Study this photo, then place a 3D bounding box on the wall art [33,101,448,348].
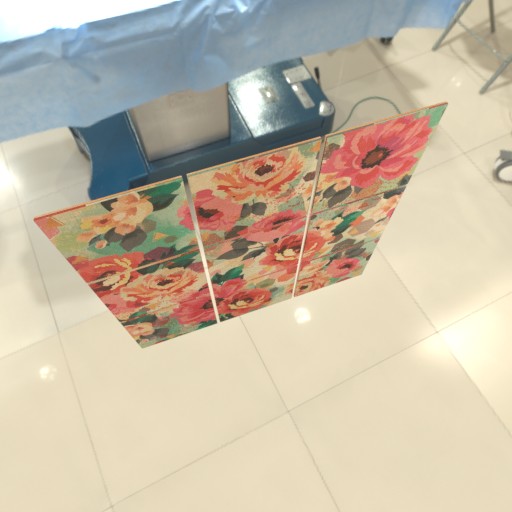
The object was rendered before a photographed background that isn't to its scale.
[{"bbox_3d":[0.000,0.000,1.775,1.216,1.220,0.013,-18,64,-9],"label":"wall art"}]
